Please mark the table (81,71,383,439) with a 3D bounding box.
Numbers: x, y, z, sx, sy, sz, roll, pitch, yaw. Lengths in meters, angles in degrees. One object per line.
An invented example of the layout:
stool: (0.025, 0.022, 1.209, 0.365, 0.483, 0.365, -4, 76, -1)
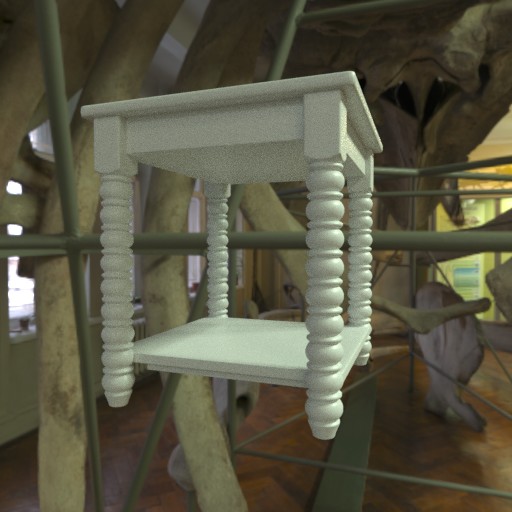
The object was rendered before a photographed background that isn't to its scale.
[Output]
table: (0.000, 0.000, 0.987, 0.500, 0.563, 0.533, 1, 2, 20)
